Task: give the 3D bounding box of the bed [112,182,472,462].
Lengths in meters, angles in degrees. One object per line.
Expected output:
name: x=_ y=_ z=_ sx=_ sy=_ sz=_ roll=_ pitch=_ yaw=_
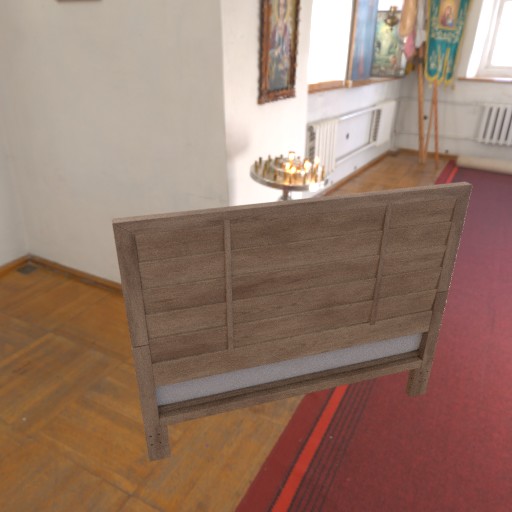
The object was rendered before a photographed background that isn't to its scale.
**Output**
bed: x=0.000 y=0.000 z=3.574 sx=2.032 sy=1.626 sz=2.062 roll=-8 pitch=28 yaw=-15
